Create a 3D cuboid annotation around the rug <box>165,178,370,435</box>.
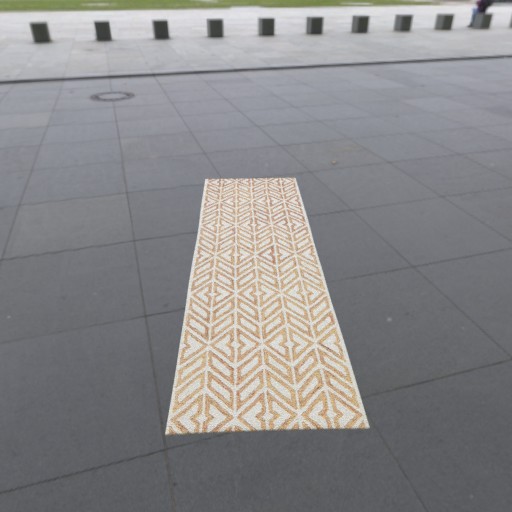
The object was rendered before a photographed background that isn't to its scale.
[{"bbox_3d":[0.000,0.000,2.651,0.750,0.009,2.435,-1,32,-2],"label":"rug"}]
